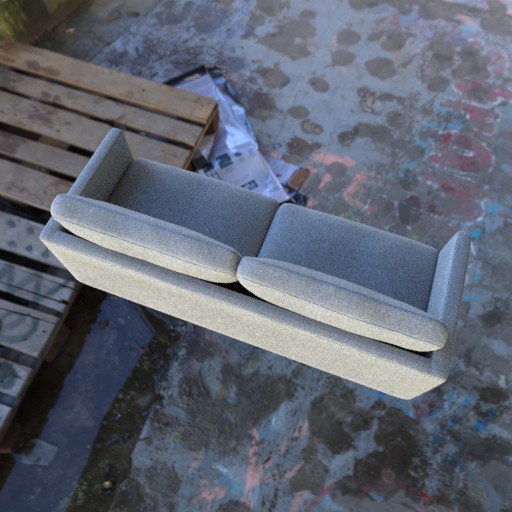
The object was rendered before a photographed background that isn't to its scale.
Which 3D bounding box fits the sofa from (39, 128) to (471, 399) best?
[{"bbox_3d":[0.000,0.000,2.859,2.434,0.951,0.948,18,65,9],"label":"sofa"}]
